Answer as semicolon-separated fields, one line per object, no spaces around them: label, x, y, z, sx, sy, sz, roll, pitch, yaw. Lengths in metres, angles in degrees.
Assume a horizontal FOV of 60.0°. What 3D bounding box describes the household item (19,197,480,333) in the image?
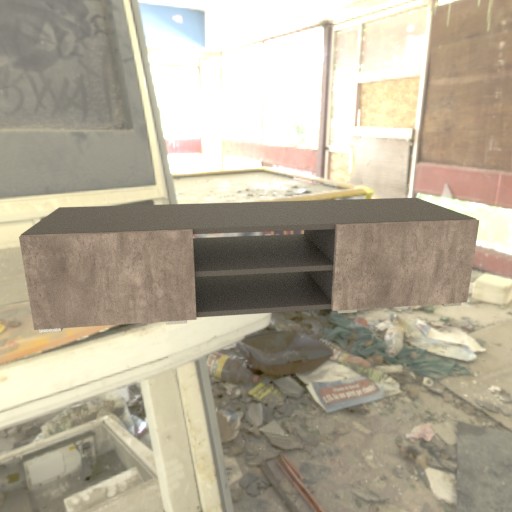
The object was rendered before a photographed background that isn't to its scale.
household item;0.000;0.000;1.576;1.400;0.310;0.420;-3;18;-8
